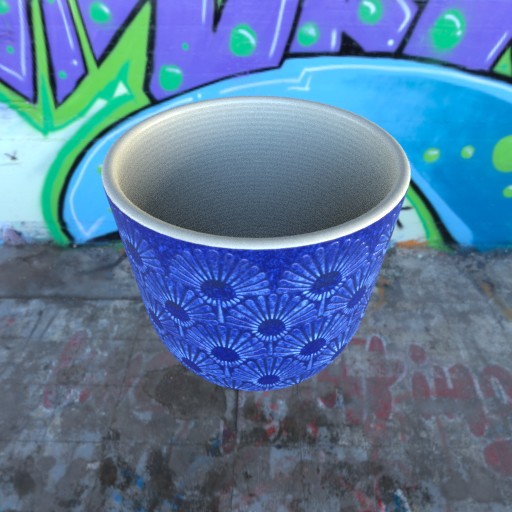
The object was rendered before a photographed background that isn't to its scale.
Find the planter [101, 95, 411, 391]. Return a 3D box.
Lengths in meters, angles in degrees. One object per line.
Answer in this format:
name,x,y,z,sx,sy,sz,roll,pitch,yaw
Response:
planter,0.000,0.000,0.366,0.206,0.190,0.206,0,41,0
